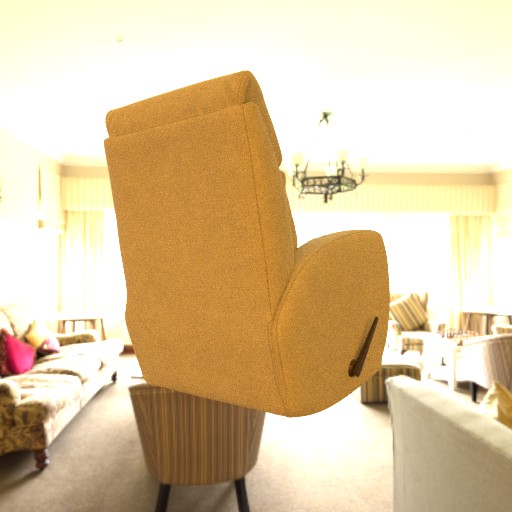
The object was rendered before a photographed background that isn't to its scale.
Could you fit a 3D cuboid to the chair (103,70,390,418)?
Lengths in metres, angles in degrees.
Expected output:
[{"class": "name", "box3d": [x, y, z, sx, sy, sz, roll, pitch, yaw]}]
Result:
[{"class": "chair", "box3d": [0.000, 0.000, 1.677, 0.812, 1.015, 0.941, 0, -1, 35]}]
